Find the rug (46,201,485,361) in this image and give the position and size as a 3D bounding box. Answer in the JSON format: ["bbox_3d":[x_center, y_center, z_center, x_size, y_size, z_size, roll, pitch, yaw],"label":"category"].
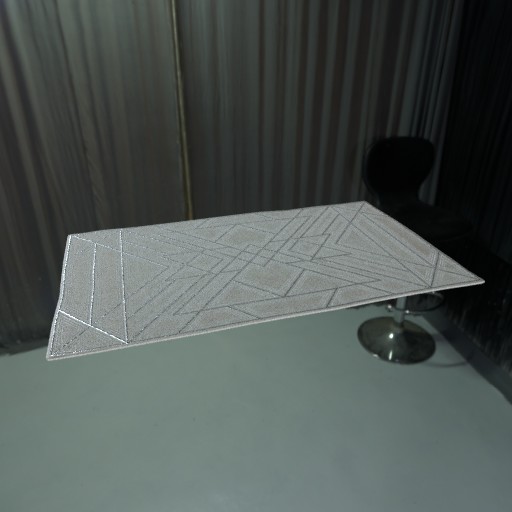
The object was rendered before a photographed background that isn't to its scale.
[{"bbox_3d":[0.000,0.000,1.049,0.869,0.008,0.511,-8,29,-15],"label":"rug"}]
